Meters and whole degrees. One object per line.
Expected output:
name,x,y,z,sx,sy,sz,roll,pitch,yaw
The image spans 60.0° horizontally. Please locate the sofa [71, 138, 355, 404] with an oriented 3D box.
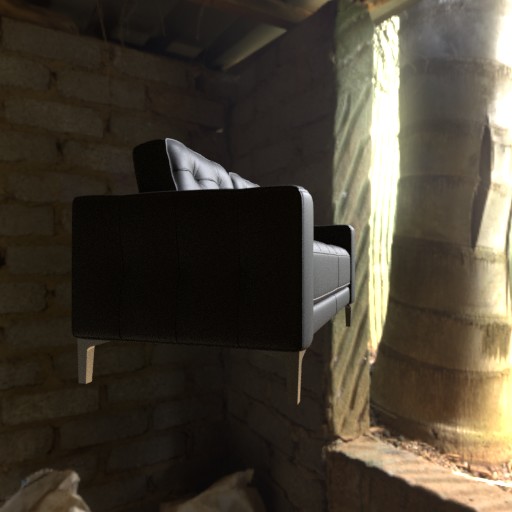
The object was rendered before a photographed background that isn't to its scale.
sofa,0.000,0.000,2.205,0.833,0.893,1.726,0,-1,17
